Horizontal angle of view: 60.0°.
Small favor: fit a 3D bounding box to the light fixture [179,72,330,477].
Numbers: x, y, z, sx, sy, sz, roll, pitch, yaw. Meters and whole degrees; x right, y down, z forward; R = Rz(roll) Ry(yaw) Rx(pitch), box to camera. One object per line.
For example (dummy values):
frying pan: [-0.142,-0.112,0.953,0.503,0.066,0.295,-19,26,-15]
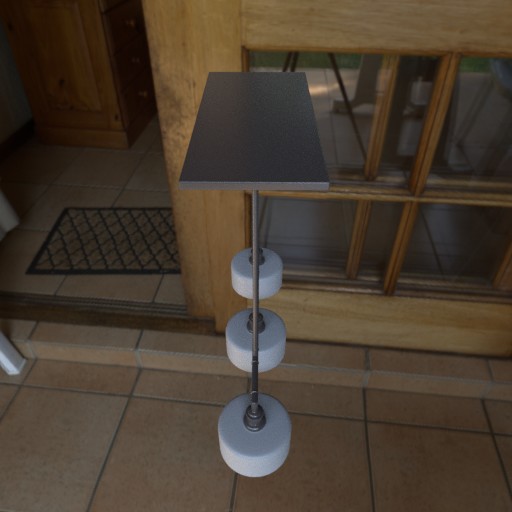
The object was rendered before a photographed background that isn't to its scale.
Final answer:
light fixture: [0.000,0.000,0.846,0.177,0.557,0.582,0,40,0]
